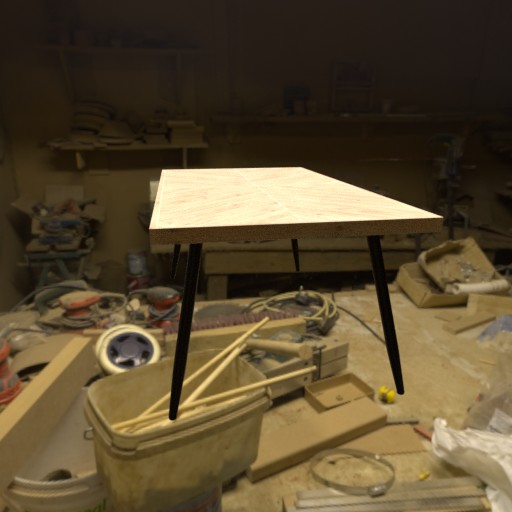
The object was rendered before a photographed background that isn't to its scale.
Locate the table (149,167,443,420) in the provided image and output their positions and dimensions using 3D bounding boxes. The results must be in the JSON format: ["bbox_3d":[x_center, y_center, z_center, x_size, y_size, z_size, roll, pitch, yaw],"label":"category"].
[{"bbox_3d":[0.000,0.000,2.405,0.991,0.762,1.803,-3,17,-10],"label":"table"}]
